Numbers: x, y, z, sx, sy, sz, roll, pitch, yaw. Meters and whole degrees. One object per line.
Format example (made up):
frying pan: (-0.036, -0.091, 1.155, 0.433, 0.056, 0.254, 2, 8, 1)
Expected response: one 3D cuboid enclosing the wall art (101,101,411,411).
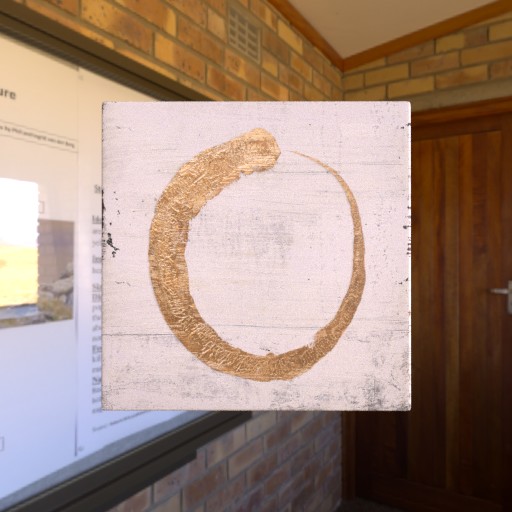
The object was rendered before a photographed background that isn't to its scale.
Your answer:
wall art: (0.000, 0.000, 0.894, 0.610, 0.611, 0.040, 0, 0, 0)
